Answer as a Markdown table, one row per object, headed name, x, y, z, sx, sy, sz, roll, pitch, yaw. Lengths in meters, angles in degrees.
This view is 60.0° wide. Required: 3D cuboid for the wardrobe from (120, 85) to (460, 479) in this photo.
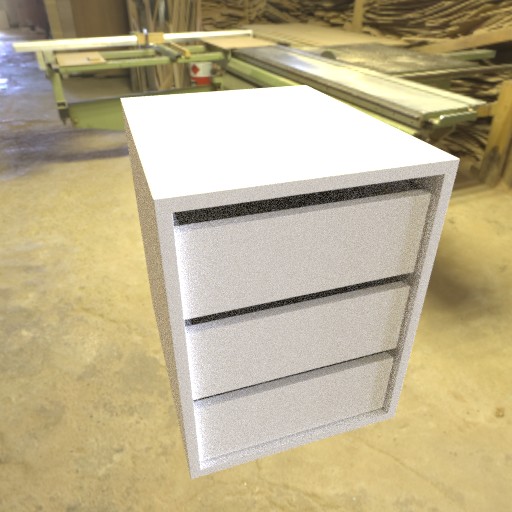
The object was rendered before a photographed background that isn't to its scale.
| name | x | y | z | sx | sy | sz | roll | pitch | yaw |
| --- | --- | --- | --- | --- | --- | --- | --- | --- | --- |
| wardrobe | 0.000 | 0.000 | 0.869 | 0.400 | 0.520 | 0.500 | -10 | 33 | -16 |
